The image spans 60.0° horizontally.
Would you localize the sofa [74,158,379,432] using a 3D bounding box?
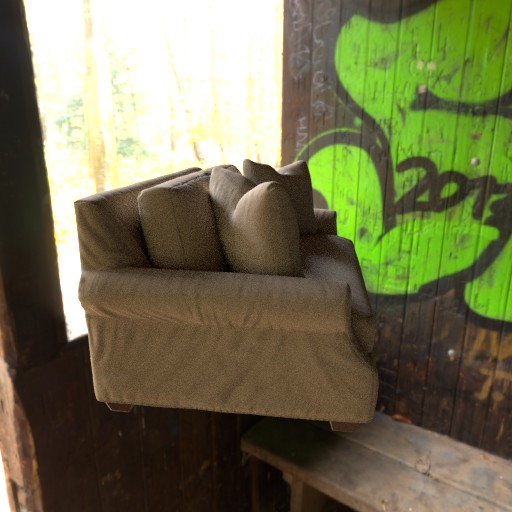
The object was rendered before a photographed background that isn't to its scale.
[{"bbox_3d":[0.000,0.000,2.182,1.070,0.905,1.550,2,16,8],"label":"sofa"}]
